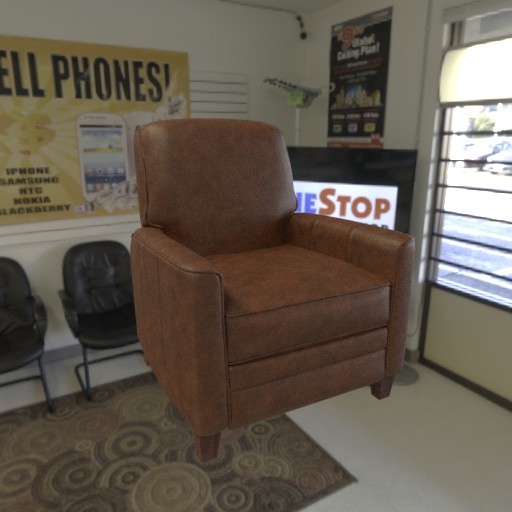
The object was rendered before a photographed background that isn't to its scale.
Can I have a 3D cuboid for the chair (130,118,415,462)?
[{"bbox_3d":[0.000,0.000,1.663,0.839,1.010,0.850,-8,17,-27],"label":"chair"}]
